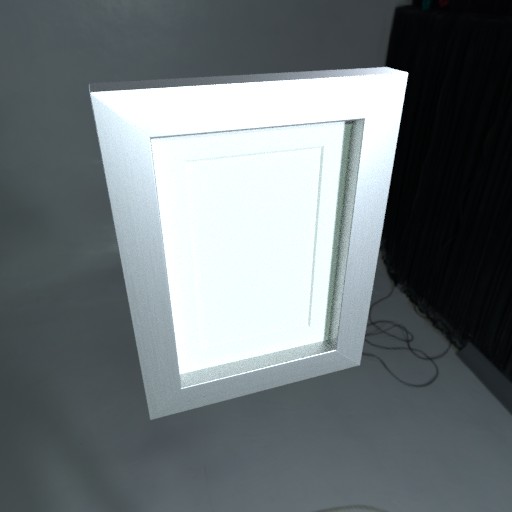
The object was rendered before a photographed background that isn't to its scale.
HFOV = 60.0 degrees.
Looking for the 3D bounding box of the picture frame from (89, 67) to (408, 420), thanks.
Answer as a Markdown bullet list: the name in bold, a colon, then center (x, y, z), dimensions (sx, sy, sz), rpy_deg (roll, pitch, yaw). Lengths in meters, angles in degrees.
- **picture frame**: center (0.000, 0.000, 0.273), dimensions (0.157, 0.208, 0.028), rpy_deg (-10, 32, -16)
